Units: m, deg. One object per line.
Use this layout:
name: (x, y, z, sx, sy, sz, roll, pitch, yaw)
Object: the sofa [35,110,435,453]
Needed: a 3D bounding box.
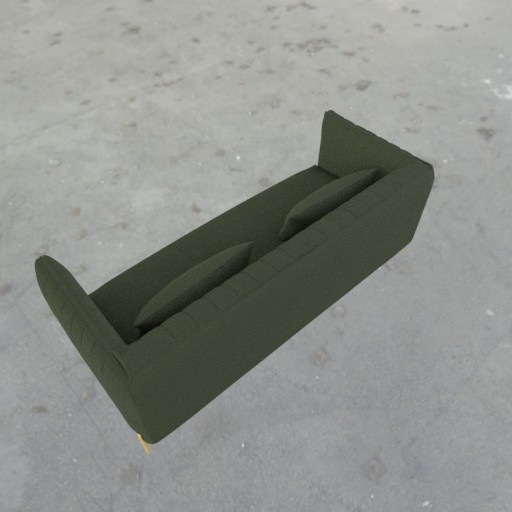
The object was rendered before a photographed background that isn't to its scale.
sofa: (0.000, 0.000, 2.592, 2.137, 0.793, 0.896, -33, 56, -26)
